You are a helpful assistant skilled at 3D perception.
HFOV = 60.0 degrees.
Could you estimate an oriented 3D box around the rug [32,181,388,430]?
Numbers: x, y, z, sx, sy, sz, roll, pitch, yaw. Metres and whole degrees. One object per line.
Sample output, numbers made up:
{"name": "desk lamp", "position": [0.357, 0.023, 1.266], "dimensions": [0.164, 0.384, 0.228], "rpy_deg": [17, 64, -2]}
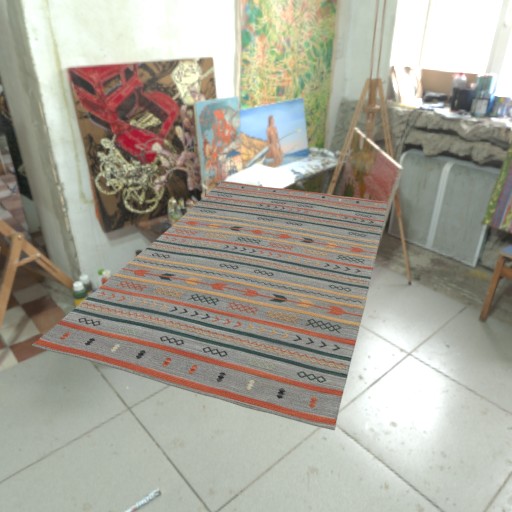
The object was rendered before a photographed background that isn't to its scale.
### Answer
{"name": "rug", "position": [0.000, 0.000, 2.994], "dimensions": [1.537, 0.029, 2.439], "rpy_deg": [10, 32, 17]}
